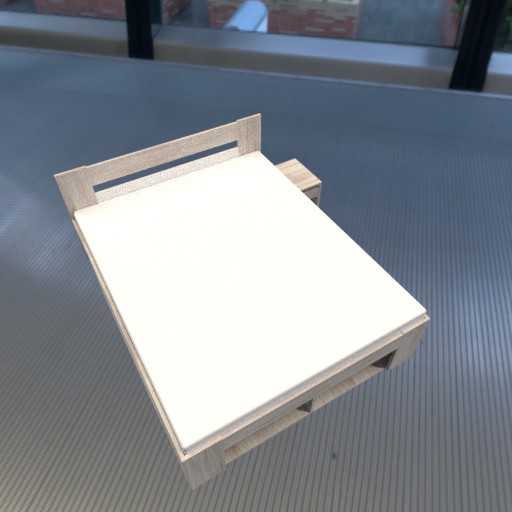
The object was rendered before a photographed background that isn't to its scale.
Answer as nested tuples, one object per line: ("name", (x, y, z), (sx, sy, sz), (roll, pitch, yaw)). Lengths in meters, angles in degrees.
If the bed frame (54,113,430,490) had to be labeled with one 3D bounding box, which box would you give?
("bed frame", (0.000, 0.000, 3.128), (2.040, 0.860, 2.050), (-23, 51, -20))
